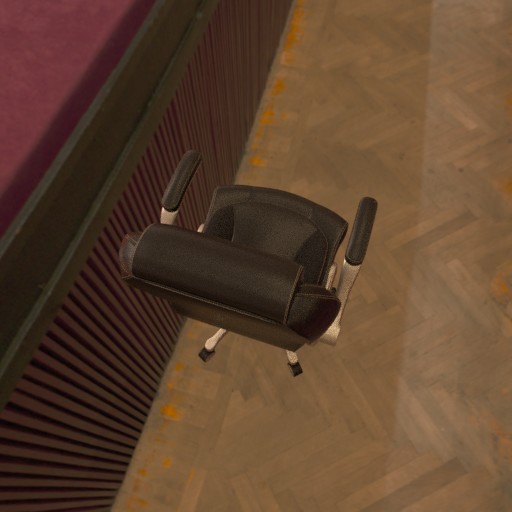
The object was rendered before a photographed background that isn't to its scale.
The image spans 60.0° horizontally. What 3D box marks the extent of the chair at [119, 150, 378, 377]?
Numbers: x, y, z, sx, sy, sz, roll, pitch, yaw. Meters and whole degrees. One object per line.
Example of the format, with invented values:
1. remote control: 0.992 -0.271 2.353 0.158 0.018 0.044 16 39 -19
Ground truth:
1. chair: 0.000 0.000 1.634 0.724 1.141 0.801 17 64 9
